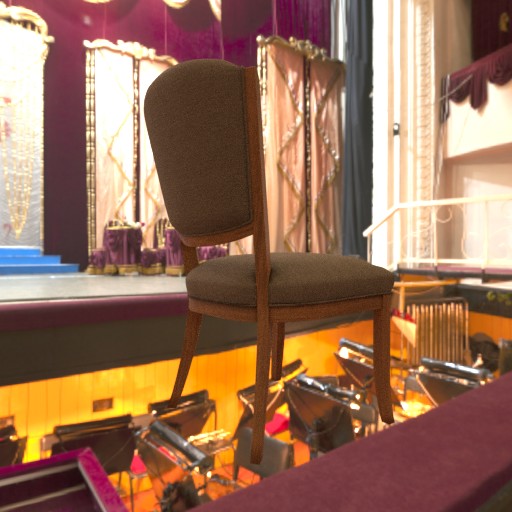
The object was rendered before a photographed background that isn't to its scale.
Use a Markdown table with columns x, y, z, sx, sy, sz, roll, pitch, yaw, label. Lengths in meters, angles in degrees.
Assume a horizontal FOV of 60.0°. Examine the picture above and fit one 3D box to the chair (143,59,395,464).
| x | y | z | sx | sy | sz | roll | pitch | yaw | label |
| --- | --- | --- | --- | --- | --- | --- | --- | --- | --- |
| 0.000 | 0.000 | 1.241 | 0.584 | 0.905 | 0.513 | -1 | 1 | -36 | chair |
